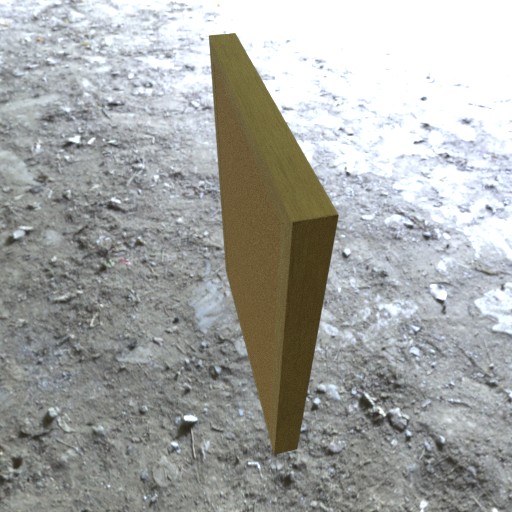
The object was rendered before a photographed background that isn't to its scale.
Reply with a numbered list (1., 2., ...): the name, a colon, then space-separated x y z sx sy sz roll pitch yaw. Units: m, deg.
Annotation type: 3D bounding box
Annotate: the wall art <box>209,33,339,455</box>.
1. wall art: 0.000 0.000 0.513 0.030 0.380 0.312 -10 47 -9
